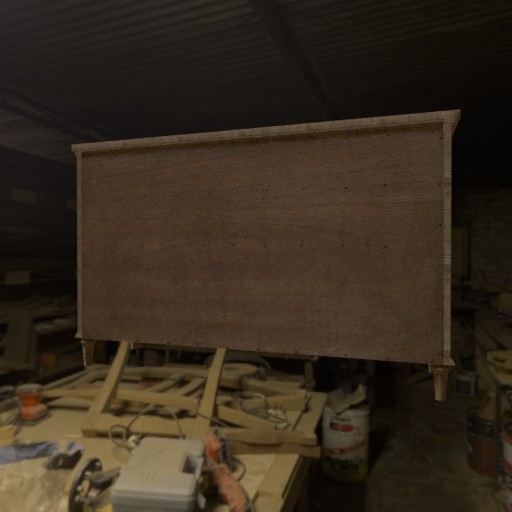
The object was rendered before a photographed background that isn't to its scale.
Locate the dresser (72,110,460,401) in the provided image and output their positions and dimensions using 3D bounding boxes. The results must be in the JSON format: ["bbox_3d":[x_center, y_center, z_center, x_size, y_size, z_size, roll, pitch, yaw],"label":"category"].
[{"bbox_3d":[0.000,0.000,1.997,1.626,1.016,0.457,0,1,18],"label":"dresser"}]
